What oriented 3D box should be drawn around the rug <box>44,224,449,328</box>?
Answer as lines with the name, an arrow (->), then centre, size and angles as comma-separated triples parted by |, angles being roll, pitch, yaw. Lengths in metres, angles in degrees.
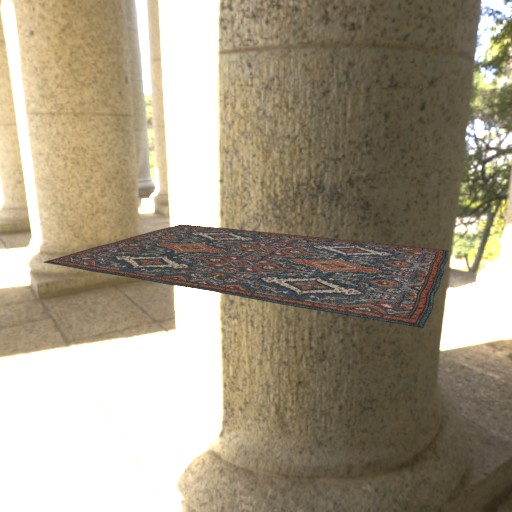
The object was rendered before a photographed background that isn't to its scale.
rug -> 0.000, 0.000, 4.325 | 3.371, 0.008, 2.190 | 7, 16, 26
